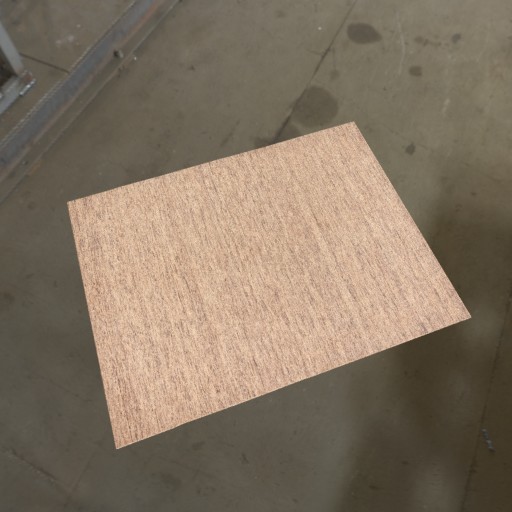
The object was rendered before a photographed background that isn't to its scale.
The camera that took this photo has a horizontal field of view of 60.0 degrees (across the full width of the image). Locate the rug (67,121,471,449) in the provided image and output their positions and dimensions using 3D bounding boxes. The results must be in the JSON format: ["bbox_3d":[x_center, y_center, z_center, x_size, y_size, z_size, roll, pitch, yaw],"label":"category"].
[{"bbox_3d":[0.000,0.000,4.229,3.205,0.013,2.448,-18,65,-9],"label":"rug"}]
